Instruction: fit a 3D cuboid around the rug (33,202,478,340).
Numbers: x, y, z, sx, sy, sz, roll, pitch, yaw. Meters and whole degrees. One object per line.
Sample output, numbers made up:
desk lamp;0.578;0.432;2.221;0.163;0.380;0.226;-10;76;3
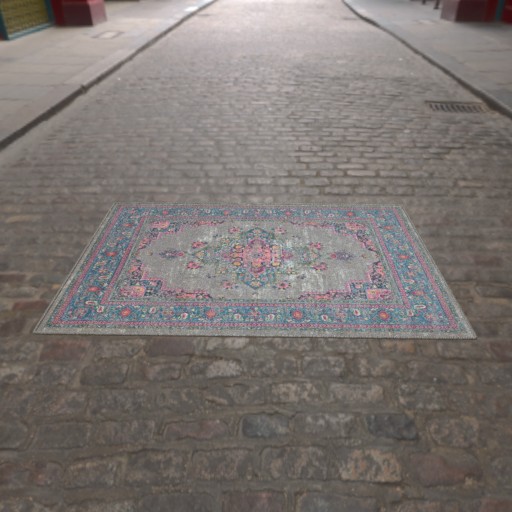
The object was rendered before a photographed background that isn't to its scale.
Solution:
rug;0.000;0.000;2.207;1.748;0.014;1.144;1;34;1
